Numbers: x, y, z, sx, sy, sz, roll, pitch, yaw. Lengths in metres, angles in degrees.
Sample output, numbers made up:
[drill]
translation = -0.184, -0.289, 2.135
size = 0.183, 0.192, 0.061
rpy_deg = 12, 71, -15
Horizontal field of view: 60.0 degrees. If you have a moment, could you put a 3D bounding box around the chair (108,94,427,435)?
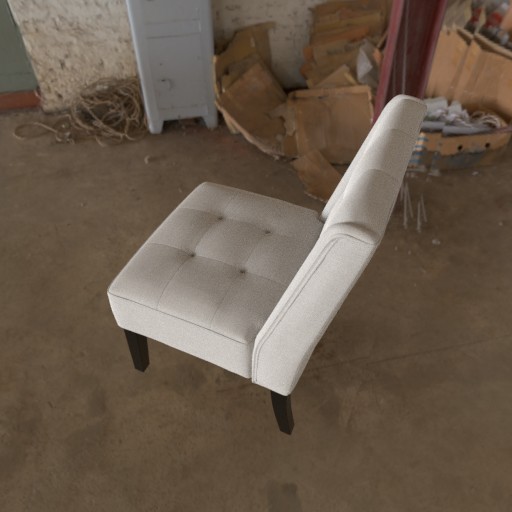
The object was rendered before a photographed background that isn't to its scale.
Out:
[chair]
translation = 0.000, 0.000, 1.279
size = 0.676, 0.853, 0.569
rpy_deg = 17, 47, 17
